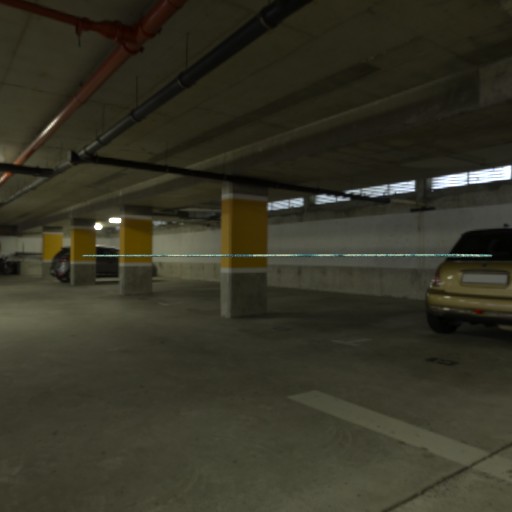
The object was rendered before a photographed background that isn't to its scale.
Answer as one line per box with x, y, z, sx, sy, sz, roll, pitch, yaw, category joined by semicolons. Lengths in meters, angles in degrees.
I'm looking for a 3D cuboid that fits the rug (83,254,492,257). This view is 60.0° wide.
0.000;0.000;2.671;2.435;0.011;0.750;0;0;36;rug
